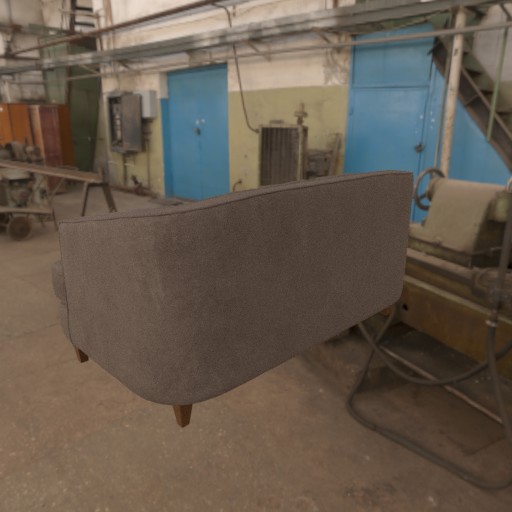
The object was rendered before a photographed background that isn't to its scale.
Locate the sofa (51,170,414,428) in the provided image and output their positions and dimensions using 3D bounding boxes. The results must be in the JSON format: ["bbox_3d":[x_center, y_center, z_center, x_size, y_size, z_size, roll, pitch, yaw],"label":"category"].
[{"bbox_3d":[0.000,0.000,2.242,1.733,0.855,0.941,-16,23,-41],"label":"sofa"}]
